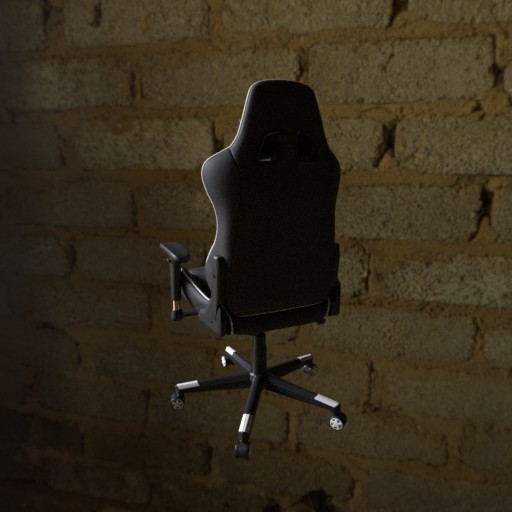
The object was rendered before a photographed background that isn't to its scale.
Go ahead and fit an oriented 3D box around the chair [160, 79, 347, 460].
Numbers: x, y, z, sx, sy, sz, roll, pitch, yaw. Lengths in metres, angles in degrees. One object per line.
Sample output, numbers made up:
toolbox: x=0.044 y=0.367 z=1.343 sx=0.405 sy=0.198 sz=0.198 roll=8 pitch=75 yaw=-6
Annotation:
chair: x=0.000 y=0.000 z=1.728 sx=0.700 sy=1.240 sz=0.700 roll=-7 pitch=15 yaw=-24
